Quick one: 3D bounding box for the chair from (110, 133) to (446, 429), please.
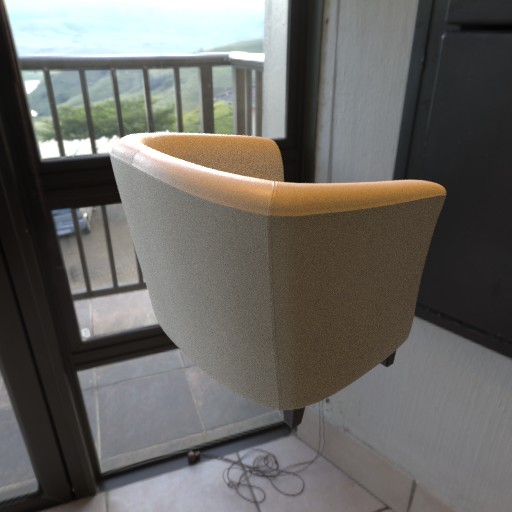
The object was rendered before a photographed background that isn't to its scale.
[{"bbox_3d":[0.000,0.000,1.371,0.727,0.756,0.792,-19,33,-33],"label":"chair"}]
